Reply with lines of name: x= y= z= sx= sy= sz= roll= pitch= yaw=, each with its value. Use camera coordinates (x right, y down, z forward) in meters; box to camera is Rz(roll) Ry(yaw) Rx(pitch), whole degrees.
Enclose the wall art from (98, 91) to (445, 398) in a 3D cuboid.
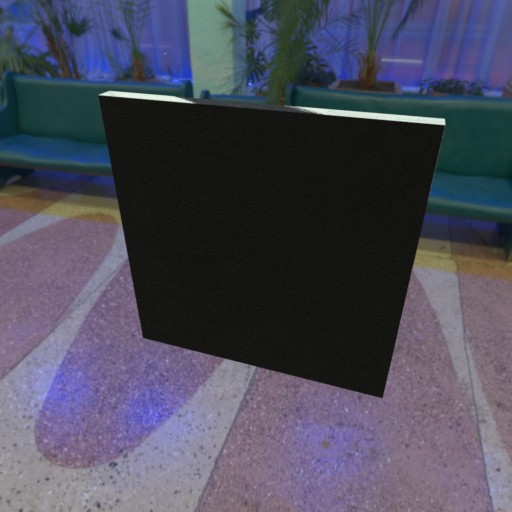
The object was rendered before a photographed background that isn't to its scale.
wall art: x=0.000 y=0.000 z=1.157 sx=0.765 sy=0.765 sz=0.046 roll=10 pitch=34 yaw=16
